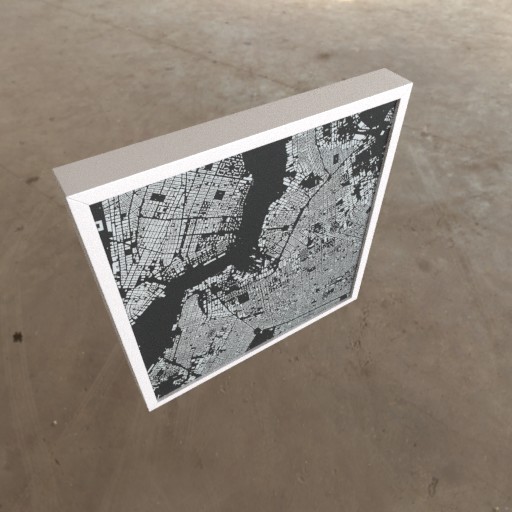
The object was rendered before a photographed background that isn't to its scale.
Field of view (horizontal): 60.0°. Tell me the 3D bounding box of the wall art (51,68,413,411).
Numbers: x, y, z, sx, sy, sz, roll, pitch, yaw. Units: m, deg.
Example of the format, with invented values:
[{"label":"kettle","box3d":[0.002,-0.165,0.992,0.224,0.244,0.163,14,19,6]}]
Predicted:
[{"label":"wall art","box3d":[0.000,0.000,0.455,0.305,0.305,0.037,-24,51,-22]}]
